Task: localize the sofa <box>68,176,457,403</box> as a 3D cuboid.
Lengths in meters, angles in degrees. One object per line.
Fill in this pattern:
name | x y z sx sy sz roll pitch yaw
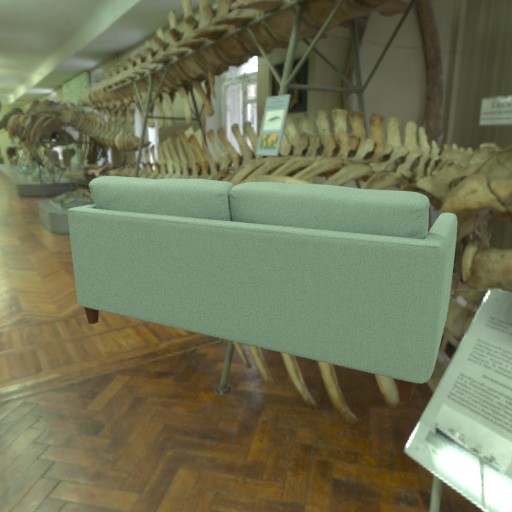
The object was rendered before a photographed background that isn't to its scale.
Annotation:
sofa | 0.000 0.000 2.742 2.208 0.965 0.951 7 16 26
